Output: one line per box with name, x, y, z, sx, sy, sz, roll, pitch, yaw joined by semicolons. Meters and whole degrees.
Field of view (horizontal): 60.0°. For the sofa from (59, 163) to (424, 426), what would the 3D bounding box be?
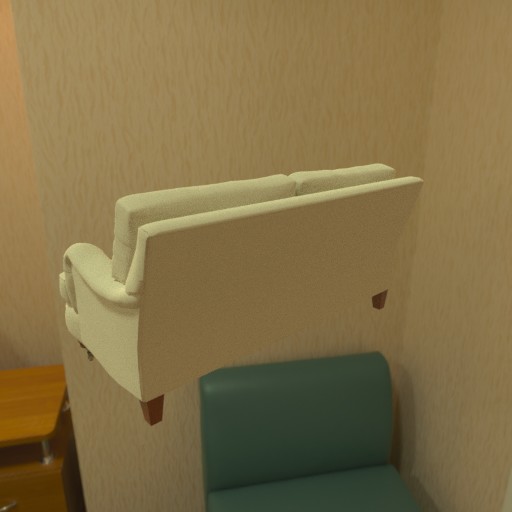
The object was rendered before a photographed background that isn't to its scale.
sofa;0.000;0.000;2.818;2.159;1.087;1.086;-16;24;-40
